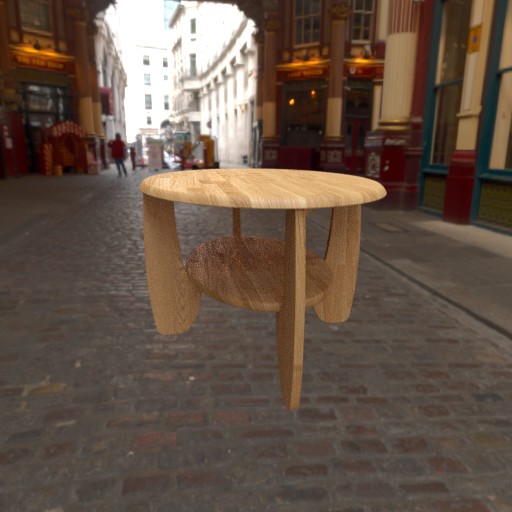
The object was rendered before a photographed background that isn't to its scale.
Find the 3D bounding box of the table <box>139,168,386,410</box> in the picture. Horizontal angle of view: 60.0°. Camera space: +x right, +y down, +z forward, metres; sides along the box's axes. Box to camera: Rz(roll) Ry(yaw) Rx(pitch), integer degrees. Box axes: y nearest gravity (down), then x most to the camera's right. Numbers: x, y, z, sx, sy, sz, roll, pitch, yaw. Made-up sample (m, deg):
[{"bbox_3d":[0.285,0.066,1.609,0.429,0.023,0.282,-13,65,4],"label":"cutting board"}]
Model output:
[{"bbox_3d":[0.000,0.000,1.411,0.690,0.490,1.040,-3,15,-10],"label":"table"}]
